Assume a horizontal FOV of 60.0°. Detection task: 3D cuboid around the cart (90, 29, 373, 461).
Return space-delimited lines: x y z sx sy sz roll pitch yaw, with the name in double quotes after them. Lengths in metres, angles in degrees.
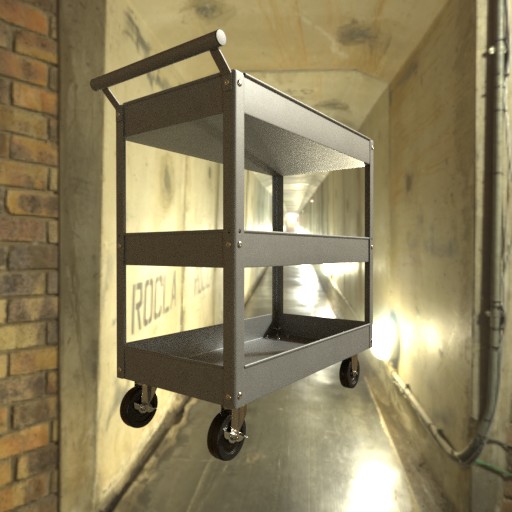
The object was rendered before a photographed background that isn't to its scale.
0.000 0.000 1.146 0.366 0.780 0.719 0 1 37 "cart"
